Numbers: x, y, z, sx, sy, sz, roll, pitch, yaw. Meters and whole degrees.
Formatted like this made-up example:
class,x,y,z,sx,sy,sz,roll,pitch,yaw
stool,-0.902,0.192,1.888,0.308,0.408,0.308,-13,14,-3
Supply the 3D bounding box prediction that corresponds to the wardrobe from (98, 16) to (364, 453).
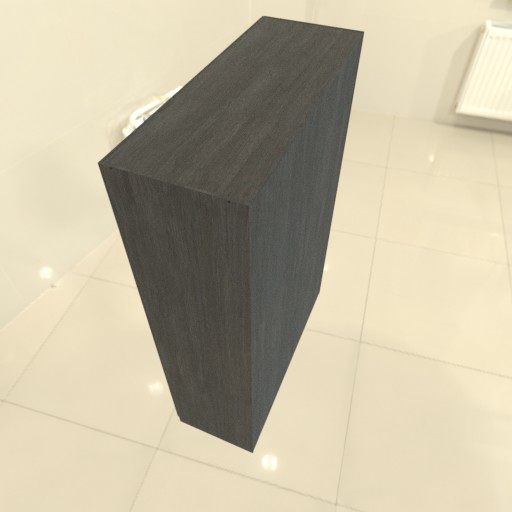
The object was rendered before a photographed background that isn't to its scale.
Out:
class,x,y,z,sx,sy,sz,roll,pitch,yaw
wardrobe,0.000,0.000,2.363,0.510,1.910,1.290,17,50,15
